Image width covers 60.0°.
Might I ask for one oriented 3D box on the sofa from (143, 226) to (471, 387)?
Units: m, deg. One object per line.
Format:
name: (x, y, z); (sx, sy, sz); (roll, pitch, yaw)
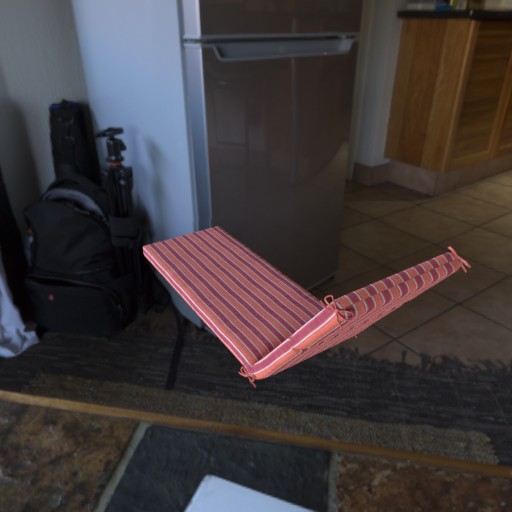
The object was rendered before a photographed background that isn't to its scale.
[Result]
sofa: (0.000, 0.000, 2.000); (0.582, 0.622, 1.663); (-18, 34, -29)
